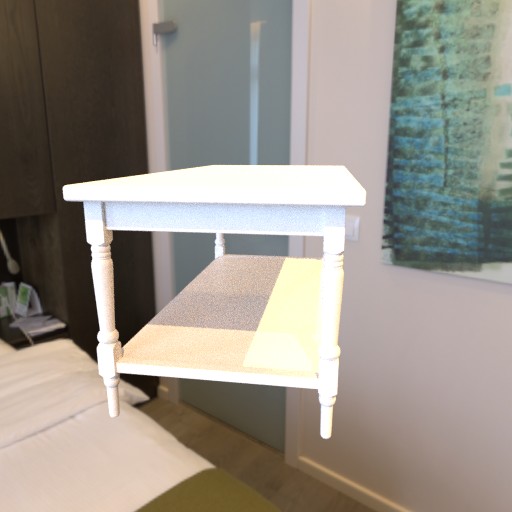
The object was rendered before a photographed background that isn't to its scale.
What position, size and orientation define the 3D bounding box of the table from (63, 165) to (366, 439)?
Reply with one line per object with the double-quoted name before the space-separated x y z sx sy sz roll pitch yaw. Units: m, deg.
"table" 0.000 0.000 1.370 0.550 0.510 1.107 2 14 9
